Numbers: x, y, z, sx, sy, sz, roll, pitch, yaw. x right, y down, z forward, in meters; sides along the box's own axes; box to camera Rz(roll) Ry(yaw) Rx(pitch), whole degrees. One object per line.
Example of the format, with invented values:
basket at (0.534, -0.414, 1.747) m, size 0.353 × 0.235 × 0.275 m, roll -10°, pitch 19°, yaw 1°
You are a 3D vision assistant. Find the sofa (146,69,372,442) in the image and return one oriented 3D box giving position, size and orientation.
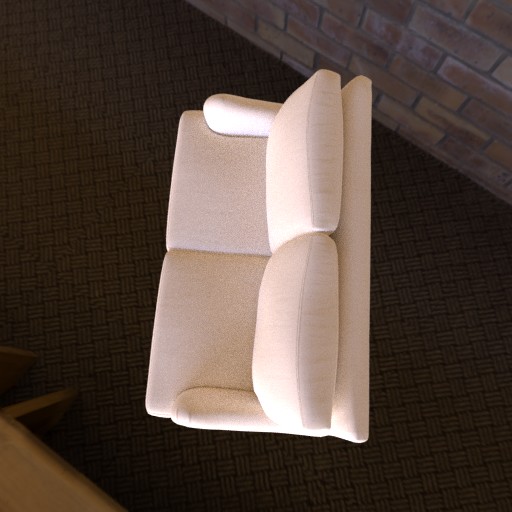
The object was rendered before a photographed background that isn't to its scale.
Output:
sofa at (0.000, 0.000, 2.529) m, size 1.084 × 1.101 × 1.853 m, roll 4°, pitch 76°, yaw 1°
